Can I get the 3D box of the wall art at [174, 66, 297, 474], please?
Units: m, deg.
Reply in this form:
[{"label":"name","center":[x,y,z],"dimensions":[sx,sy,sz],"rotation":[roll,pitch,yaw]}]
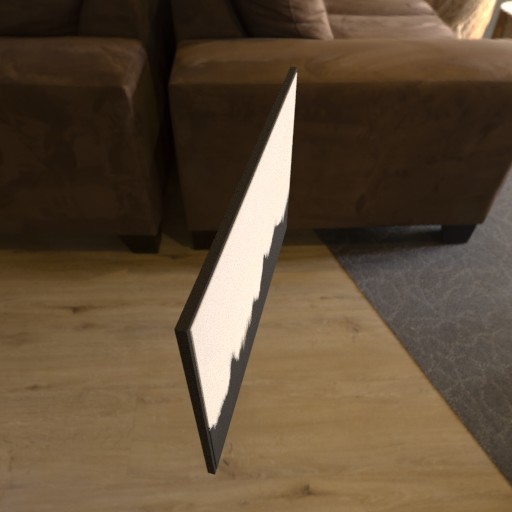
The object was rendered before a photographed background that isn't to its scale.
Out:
[{"label":"wall art","center":[0.000,0.000,1.523],"dimensions":[0.028,0.805,1.190],"rotation":[10,47,9]}]
